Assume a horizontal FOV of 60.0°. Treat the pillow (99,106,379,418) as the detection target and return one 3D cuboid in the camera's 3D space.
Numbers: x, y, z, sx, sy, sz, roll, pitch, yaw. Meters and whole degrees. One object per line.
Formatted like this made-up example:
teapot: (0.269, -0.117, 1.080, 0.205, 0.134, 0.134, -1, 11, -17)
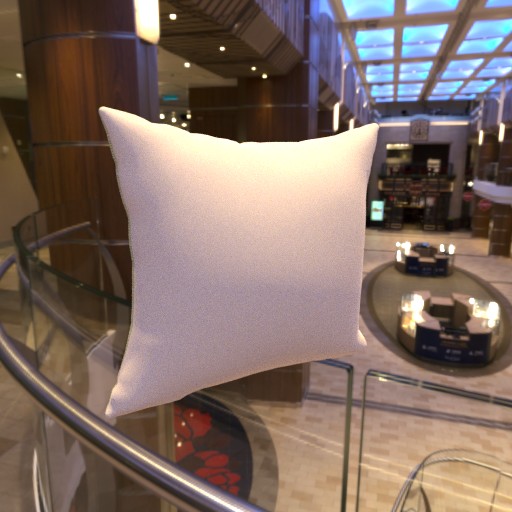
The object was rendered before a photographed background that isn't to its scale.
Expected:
pillow: (0.000, 0.000, 0.800, 0.560, 0.487, 0.229, -7, 14, -29)
